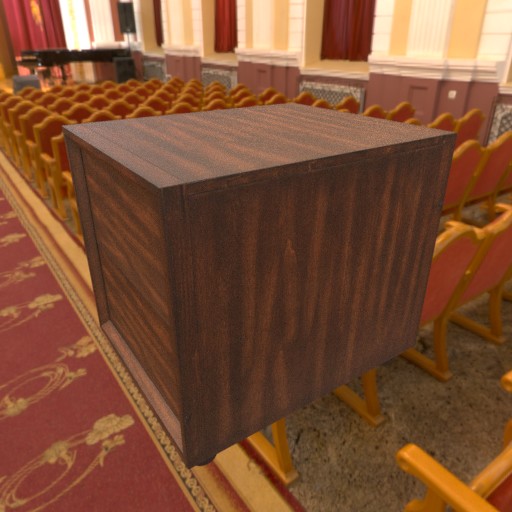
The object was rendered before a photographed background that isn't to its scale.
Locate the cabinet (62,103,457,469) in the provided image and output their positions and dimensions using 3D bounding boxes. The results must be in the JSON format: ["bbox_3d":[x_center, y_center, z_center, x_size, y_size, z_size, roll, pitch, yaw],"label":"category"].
[{"bbox_3d":[0.000,0.000,0.808,0.500,0.455,0.402,-17,31,-30],"label":"cabinet"}]
